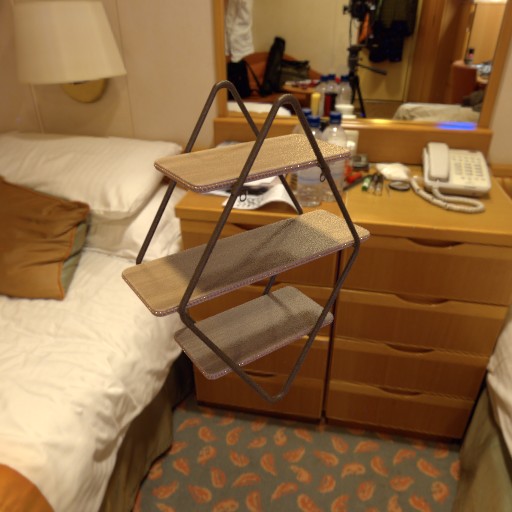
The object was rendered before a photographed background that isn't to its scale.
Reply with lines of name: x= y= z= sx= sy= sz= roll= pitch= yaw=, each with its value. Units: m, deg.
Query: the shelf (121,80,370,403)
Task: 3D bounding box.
shelf: x=0.000 y=0.000 z=1.071 sx=0.609 sy=0.774 sz=0.234 roll=-19 pitch=34 yaw=-30
